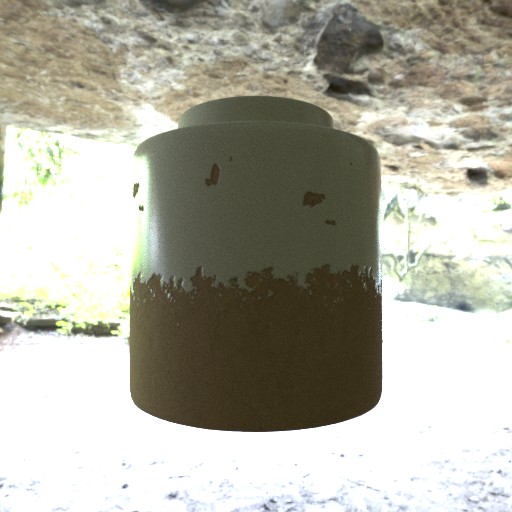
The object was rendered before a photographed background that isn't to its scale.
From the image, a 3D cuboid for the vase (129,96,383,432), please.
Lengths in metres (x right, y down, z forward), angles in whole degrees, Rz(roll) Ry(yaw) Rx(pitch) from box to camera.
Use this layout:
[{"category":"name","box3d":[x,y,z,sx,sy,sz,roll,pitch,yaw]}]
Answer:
[{"category":"vase","box3d":[0.000,0.000,0.279,0.153,0.167,0.153,0,-2,0]}]
